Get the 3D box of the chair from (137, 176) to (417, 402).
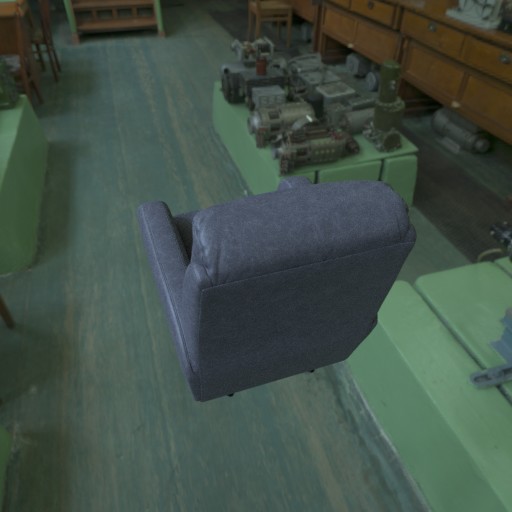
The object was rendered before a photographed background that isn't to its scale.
[{"bbox_3d":[0.000,0.000,1.847,0.865,1.067,1.067,-12,42,-14],"label":"chair"}]
